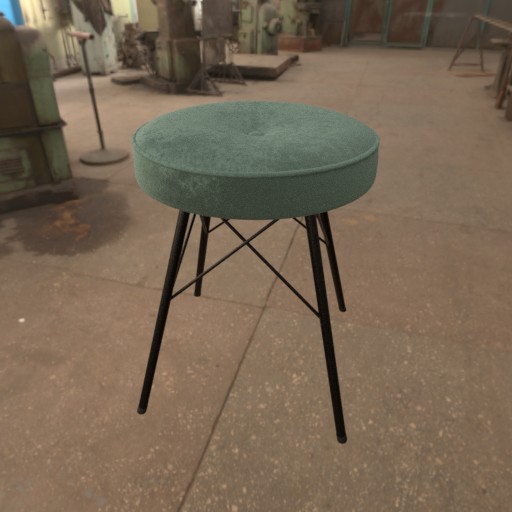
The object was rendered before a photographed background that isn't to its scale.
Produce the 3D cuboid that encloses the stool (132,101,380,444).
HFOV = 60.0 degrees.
[{"bbox_3d":[0.000,0.000,0.868,0.457,0.519,0.458,10,32,16],"label":"stool"}]
